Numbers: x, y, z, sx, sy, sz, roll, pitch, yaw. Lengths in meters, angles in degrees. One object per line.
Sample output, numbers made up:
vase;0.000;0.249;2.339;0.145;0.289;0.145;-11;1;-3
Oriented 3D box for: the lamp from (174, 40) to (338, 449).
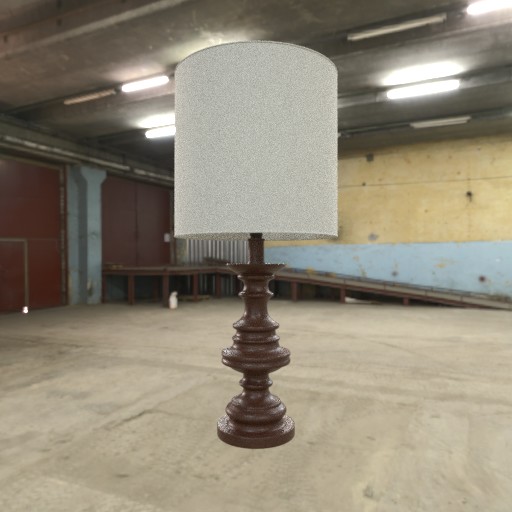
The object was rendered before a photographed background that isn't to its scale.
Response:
lamp;0.000;0.000;0.573;0.208;0.455;0.208;0;-1;-36
